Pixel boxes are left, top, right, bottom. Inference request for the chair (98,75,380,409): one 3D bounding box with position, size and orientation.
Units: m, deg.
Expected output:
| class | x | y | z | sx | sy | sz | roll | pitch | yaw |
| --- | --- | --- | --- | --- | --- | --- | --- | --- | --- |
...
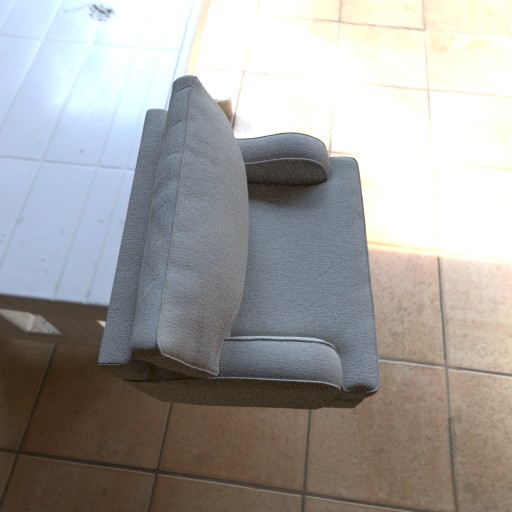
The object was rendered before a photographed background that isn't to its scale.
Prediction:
| class | x | y | z | sx | sy | sz | roll | pitch | yaw |
| --- | --- | --- | --- | --- | --- | --- | --- | --- | --- |
| chair | 0.000 | 0.000 | 2.012 | 1.041 | 1.016 | 1.220 | 1 | 63 | 1 |
